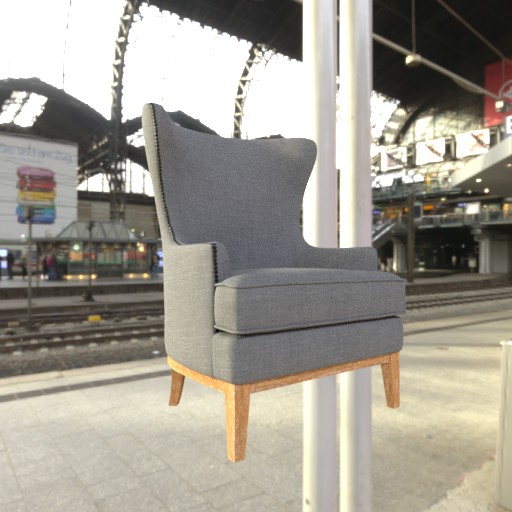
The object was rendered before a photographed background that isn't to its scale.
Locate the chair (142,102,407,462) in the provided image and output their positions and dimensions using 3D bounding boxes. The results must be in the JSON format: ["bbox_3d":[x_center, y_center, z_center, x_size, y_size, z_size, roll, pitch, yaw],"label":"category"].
[{"bbox_3d":[0.000,0.000,1.811,0.864,1.176,0.883,0,-1,-38],"label":"chair"}]
